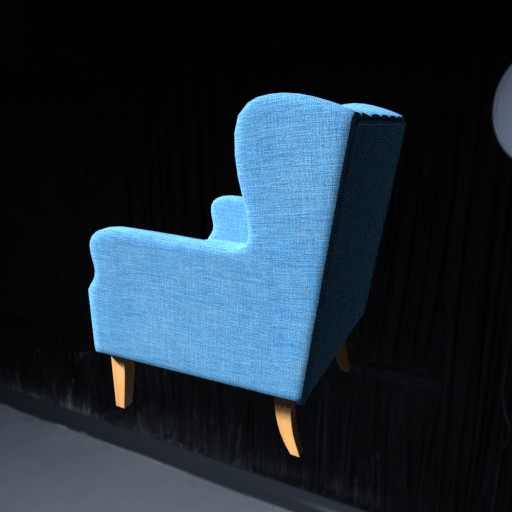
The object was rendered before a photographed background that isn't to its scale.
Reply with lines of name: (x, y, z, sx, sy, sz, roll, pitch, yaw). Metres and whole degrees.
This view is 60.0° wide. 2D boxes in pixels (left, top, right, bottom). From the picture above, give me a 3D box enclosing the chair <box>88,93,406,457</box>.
chair: (0.000, 0.000, 1.442, 0.775, 0.952, 0.711, 8, 19, 26)
